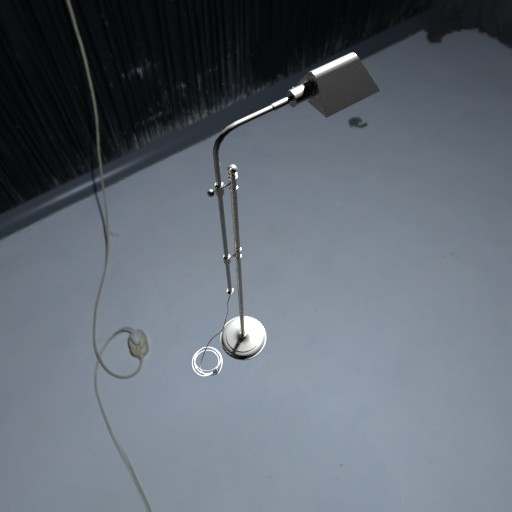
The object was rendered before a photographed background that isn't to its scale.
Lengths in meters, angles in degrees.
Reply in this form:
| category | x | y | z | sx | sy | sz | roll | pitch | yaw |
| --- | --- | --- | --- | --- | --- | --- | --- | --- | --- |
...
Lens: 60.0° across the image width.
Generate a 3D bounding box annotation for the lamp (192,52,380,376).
| category | x | y | z | sx | sy | sz | roll | pitch | yaw |
| --- | --- | --- | --- | --- | --- | --- | --- | --- | --- |
| lamp | 0.000 | 0.000 | 1.844 | 0.813 | 1.571 | 0.256 | -31 | 63 | -18 |
